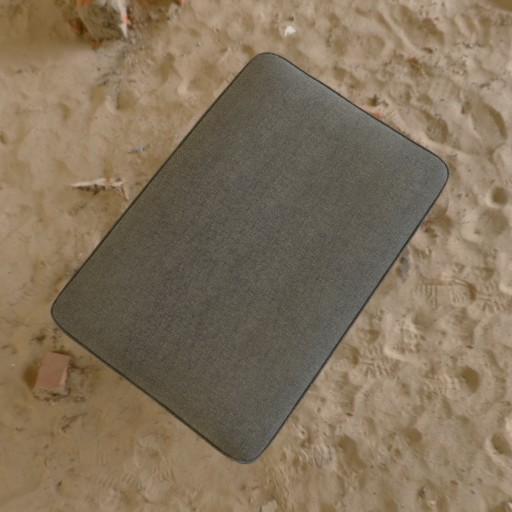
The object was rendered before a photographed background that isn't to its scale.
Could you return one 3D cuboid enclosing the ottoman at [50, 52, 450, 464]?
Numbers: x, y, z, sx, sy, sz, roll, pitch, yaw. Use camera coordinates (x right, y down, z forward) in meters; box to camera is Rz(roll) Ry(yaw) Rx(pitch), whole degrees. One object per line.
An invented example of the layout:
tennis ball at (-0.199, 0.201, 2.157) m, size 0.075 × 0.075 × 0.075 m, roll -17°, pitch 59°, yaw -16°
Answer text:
ottoman at (0.000, 0.000, 1.134) m, size 0.561 × 0.457 × 0.813 m, roll 35°, pitch 80°, yaw 8°
